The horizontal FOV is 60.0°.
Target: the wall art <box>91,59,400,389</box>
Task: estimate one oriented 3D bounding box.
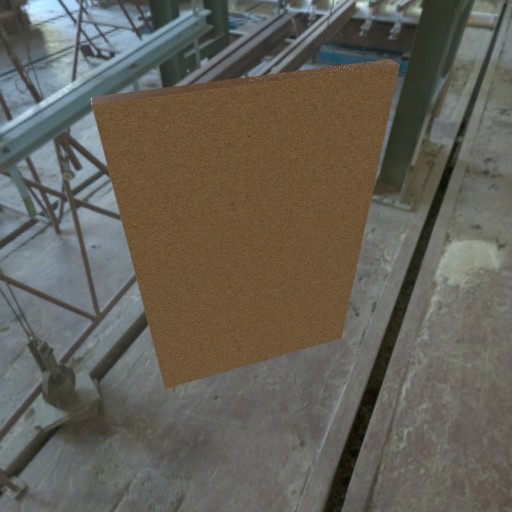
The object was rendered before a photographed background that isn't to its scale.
[{"bbox_3d":[0.000,0.000,1.156,0.610,0.914,0.037,-13,44,-14],"label":"wall art"}]
